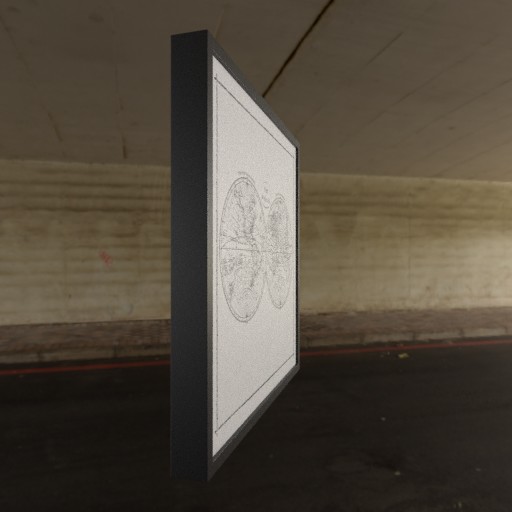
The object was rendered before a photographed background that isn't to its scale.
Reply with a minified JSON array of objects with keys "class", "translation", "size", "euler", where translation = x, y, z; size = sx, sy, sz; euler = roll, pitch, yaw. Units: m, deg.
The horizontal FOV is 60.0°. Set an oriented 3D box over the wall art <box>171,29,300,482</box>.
[{"class":"wall art","translation":[0.000,0.000,0.471],"size":[0.029,0.318,0.327],"euler":[0,0,17]}]
